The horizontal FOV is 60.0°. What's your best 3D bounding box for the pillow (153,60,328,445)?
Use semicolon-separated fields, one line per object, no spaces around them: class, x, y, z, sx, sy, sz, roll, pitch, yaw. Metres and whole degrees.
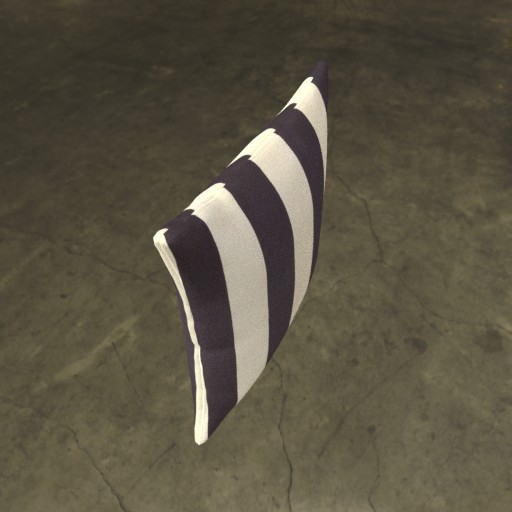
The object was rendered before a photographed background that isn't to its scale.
pillow;0.000;0.000;0.818;0.189;0.526;0.536;18;49;17
